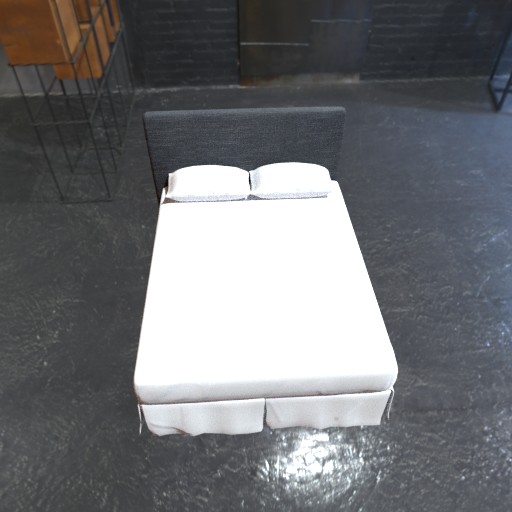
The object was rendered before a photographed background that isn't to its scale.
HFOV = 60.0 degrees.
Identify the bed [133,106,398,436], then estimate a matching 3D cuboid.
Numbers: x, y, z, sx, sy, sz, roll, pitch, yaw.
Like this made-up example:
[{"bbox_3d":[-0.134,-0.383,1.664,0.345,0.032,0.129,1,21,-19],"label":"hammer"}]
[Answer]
[{"bbox_3d":[0.000,0.000,3.313,1.723,1.330,2.142,-2,45,-2],"label":"bed"}]
